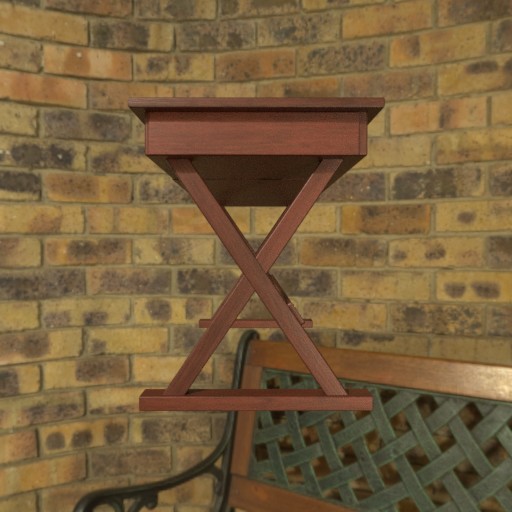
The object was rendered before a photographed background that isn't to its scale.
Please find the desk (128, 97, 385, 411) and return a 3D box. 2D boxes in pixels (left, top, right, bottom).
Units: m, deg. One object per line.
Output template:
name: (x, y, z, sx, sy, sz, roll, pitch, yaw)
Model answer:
desk: (0.000, 0.000, 1.723, 0.600, 0.761, 1.372, 0, 1, 0)
